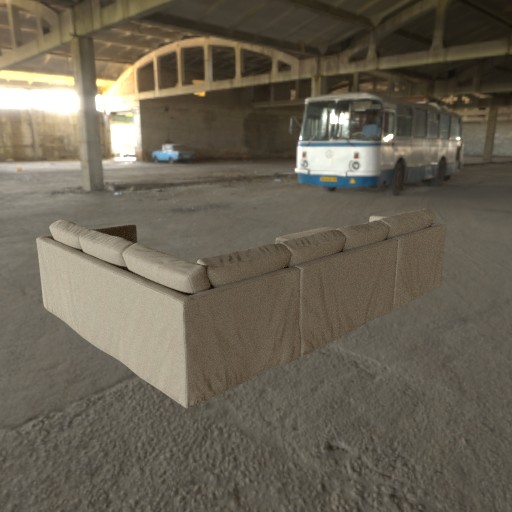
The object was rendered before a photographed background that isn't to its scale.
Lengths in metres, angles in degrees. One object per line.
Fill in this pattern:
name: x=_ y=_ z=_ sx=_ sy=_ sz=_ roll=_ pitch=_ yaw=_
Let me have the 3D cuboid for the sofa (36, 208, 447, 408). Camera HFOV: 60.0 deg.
sofa: x=0.000 y=0.000 z=4.563 sx=3.528 sy=0.878 sz=2.476 roll=-14 pitch=20 yaw=-42
